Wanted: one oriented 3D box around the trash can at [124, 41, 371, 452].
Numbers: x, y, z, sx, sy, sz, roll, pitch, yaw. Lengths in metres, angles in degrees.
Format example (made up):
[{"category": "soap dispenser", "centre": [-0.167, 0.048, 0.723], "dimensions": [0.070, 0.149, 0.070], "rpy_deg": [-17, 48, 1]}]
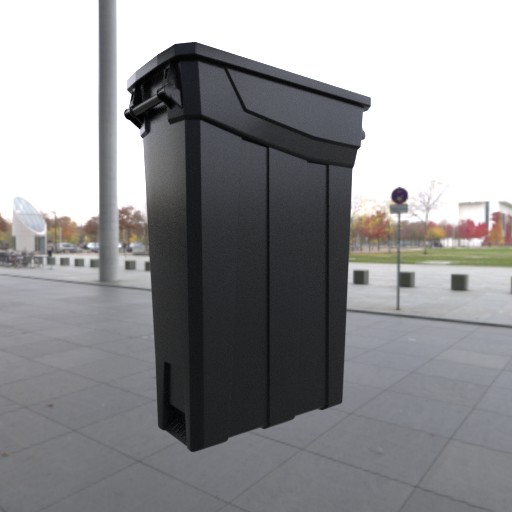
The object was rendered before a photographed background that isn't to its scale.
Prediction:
[{"category": "trash can", "centre": [0.000, 0.000, 1.040], "dimensions": [0.559, 0.762, 0.281], "rpy_deg": [-1, 2, -38]}]
